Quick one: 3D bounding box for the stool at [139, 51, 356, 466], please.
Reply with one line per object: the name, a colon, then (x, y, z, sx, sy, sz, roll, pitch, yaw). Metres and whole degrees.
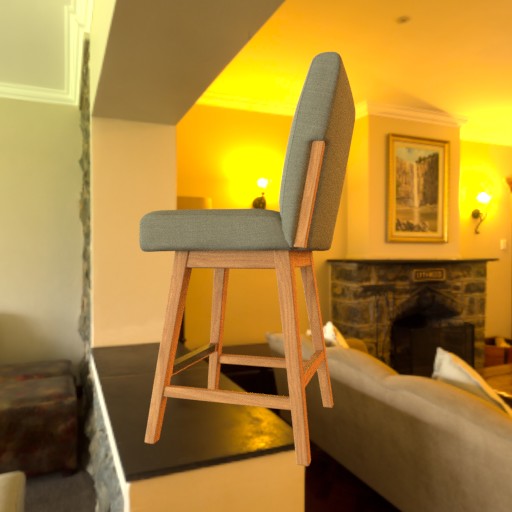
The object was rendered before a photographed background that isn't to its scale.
stool: (0.000, 0.000, 1.351, 0.570, 1.019, 0.459, 0, 0, 17)
